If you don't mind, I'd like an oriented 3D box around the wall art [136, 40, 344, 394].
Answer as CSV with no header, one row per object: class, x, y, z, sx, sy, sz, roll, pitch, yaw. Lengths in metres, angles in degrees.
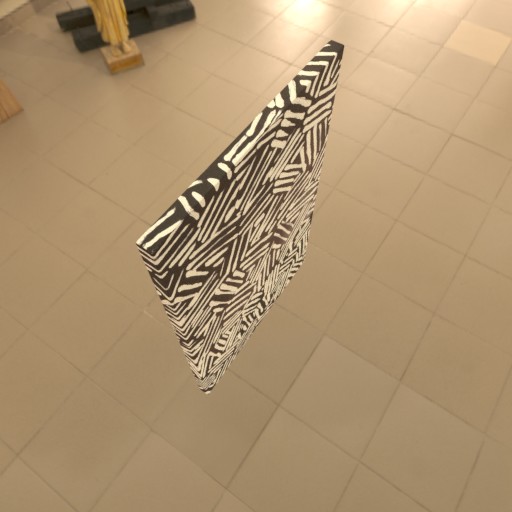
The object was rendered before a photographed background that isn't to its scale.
wall art,0.000,0.000,1.201,0.035,0.918,0.615,30,64,16
